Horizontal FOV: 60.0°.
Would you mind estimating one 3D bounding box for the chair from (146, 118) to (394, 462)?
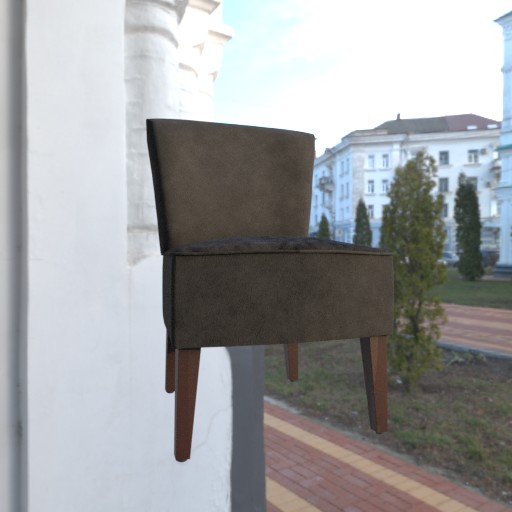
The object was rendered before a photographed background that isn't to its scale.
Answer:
[{"bbox_3d":[0.000,0.000,1.147,0.521,0.806,0.554,0,0,-18],"label":"chair"}]
